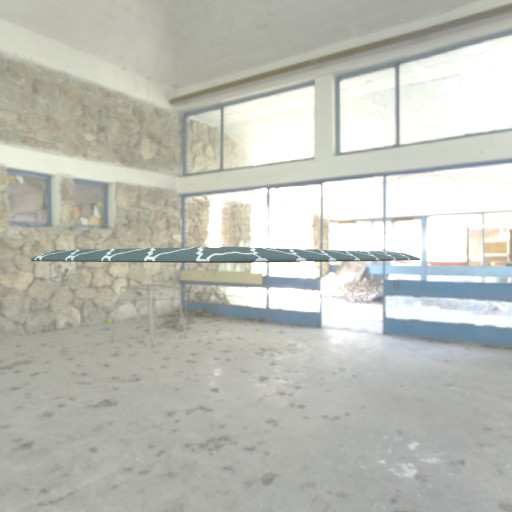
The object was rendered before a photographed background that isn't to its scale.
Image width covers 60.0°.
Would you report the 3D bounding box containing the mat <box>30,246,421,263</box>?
[{"bbox_3d":[0.000,0.000,0.972,0.508,0.021,0.762,0,0,36],"label":"mat"}]
